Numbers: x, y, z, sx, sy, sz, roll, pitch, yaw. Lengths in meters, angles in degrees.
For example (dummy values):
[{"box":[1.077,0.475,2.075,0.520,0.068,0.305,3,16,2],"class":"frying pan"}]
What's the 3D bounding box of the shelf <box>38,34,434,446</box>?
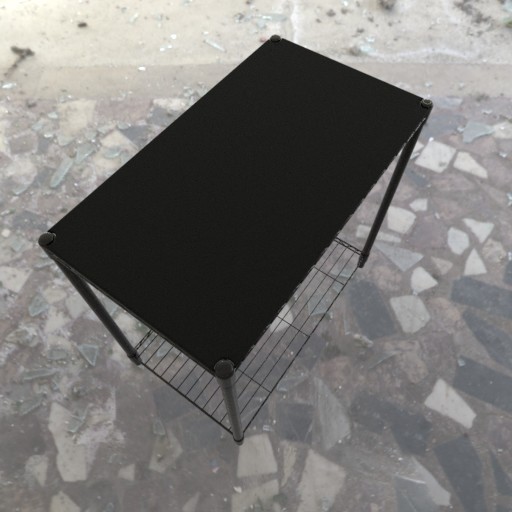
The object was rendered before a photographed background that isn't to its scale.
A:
[{"box":[0.000,0.000,0.927,0.338,0.564,0.589,32,64,17],"class":"shelf"}]
